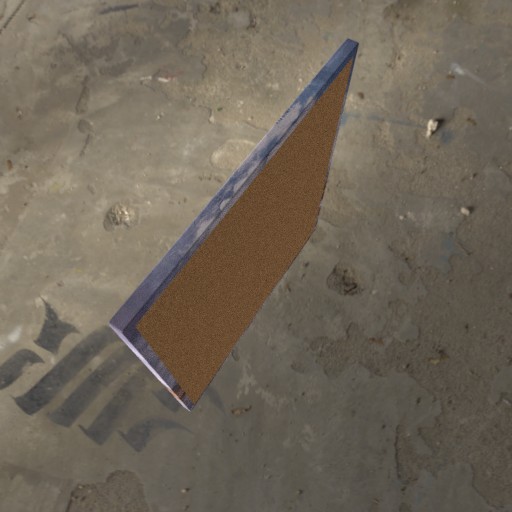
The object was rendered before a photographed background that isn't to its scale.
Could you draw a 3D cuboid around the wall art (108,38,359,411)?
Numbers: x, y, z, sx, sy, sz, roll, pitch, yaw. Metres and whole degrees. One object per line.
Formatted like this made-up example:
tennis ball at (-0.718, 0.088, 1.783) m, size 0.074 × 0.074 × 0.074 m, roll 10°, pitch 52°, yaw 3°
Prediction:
wall art at (0.000, 0.000, 1.327) m, size 0.035 × 0.897 × 0.888 m, roll 30°, pitch 66°, yaw 15°
